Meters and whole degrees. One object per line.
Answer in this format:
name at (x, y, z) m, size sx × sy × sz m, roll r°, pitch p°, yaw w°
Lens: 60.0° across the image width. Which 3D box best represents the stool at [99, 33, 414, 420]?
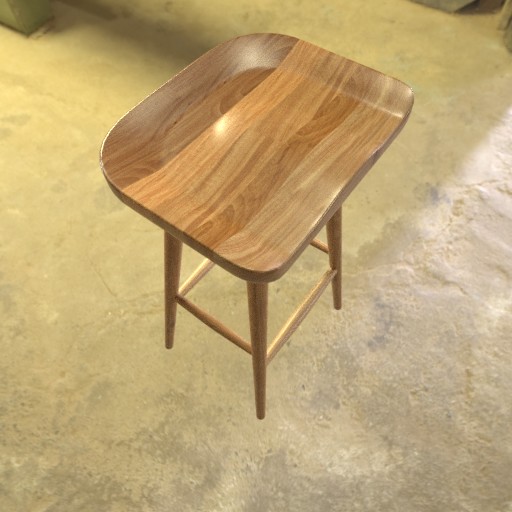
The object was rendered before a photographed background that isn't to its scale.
stool at (0.000, 0.000, 0.912) m, size 0.322 × 0.698 × 0.407 m, roll 32°, pitch 63°, yaw 19°
